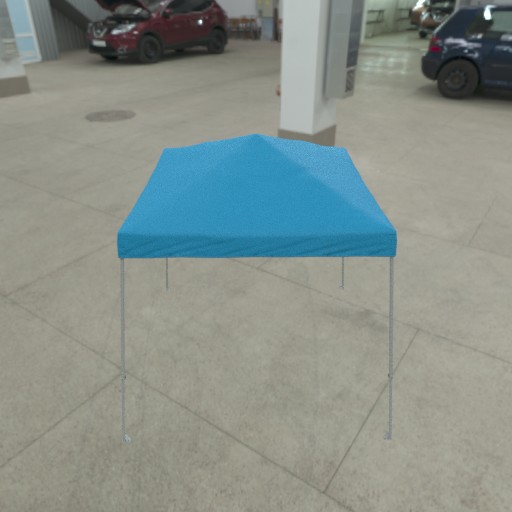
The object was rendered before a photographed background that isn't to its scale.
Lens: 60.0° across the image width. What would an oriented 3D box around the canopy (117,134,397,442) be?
[{"bbox_3d":[0.000,0.000,6.537,3.600,3.600,3.599,0,31,0],"label":"canopy"}]
